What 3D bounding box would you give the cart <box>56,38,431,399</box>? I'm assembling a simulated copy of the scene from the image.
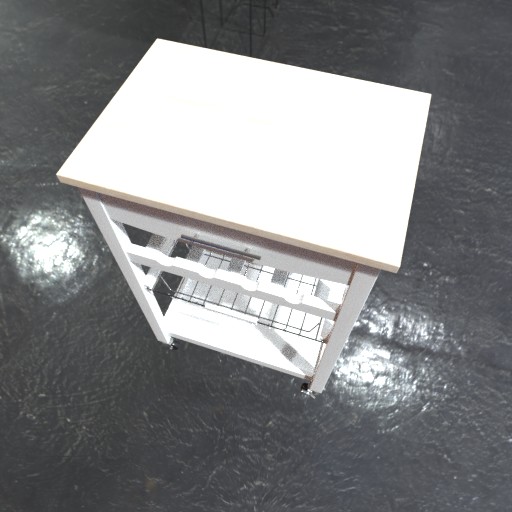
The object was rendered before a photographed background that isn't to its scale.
[{"bbox_3d":[0.000,0.000,1.165,0.578,0.857,0.406,16,60,9],"label":"cart"}]
